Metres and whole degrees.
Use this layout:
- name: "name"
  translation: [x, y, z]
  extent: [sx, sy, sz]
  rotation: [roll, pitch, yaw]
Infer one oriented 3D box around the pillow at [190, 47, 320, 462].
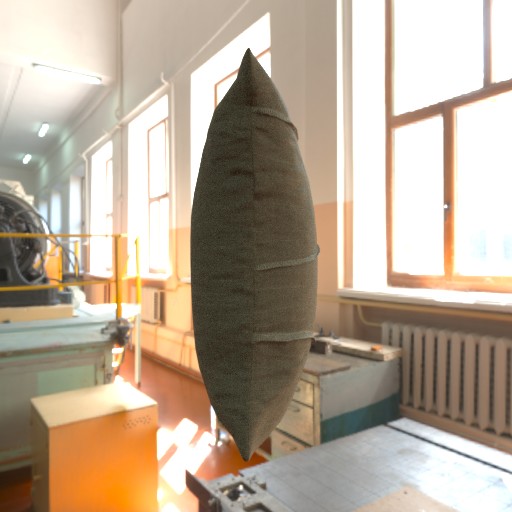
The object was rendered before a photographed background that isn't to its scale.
- name: "pillow"
  translation: [0.000, 0.000, 0.626]
  extent: [0.169, 0.400, 0.424]
  rotation: [0, -1, 1]
